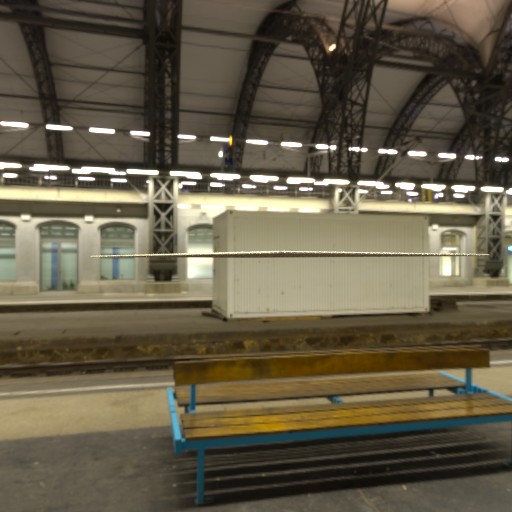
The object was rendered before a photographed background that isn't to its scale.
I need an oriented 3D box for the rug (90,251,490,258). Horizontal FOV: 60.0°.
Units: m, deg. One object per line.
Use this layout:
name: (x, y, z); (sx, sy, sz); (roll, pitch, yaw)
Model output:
rug: (0.000, 0.000, 1.092); (0.556, 0.004, 0.868); (0, -1, -36)
